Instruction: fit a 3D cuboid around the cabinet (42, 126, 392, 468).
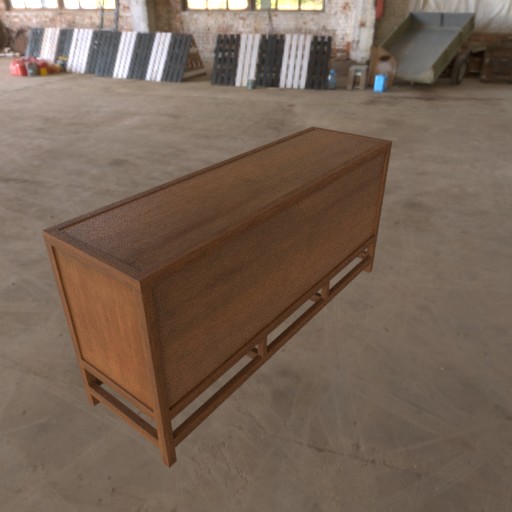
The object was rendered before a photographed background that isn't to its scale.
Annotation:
[{"bbox_3d":[0.000,0.000,2.132,0.522,0.820,1.708,21,37,32],"label":"cabinet"}]
